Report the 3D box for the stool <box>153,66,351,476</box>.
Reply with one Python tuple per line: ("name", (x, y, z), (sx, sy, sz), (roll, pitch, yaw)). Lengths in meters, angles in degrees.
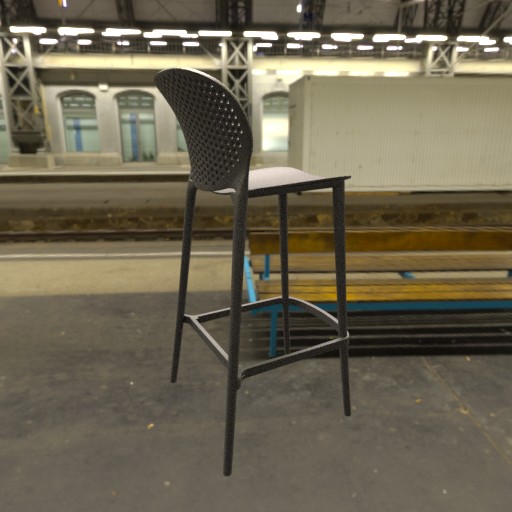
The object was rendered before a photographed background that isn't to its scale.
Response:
("stool", (0.000, 0.000, 1.373), (0.535, 1.045, 0.536), (-8, 17, -25))
